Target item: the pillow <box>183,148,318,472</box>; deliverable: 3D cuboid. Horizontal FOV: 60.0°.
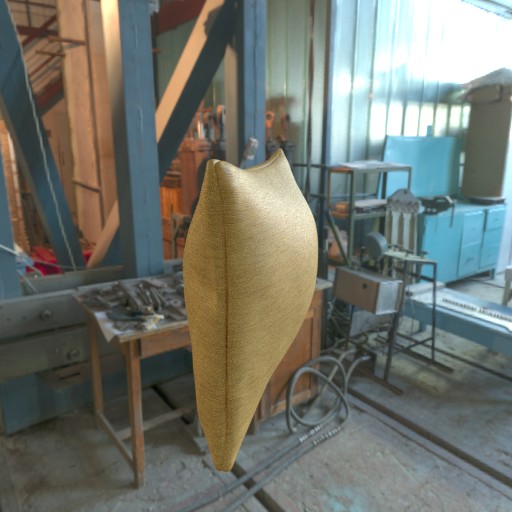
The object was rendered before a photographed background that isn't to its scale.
[{"bbox_3d":[0.000,0.000,0.761,0.210,0.354,0.634,2,14,8],"label":"pillow"}]
